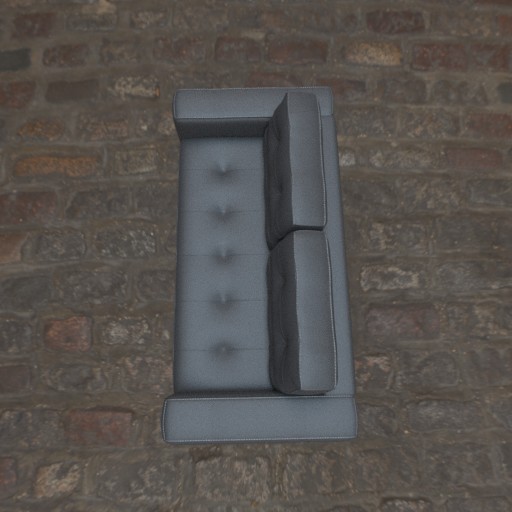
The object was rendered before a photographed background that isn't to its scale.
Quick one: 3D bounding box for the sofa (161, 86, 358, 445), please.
[{"bbox_3d":[0.000,0.000,2.229,0.833,0.893,1.726,-1,75,0],"label":"sofa"}]
